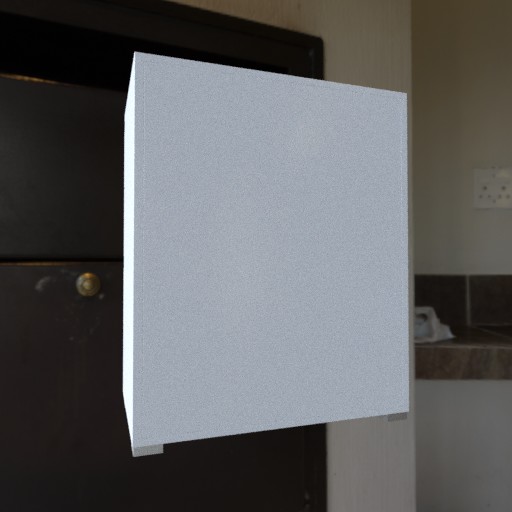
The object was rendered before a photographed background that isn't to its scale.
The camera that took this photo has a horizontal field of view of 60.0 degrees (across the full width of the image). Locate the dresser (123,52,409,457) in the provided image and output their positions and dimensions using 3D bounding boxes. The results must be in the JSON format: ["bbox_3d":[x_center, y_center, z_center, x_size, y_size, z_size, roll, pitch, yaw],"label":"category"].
[{"bbox_3d":[0.000,0.000,1.168,0.650,0.800,0.400,0,-1,-19],"label":"dresser"}]
